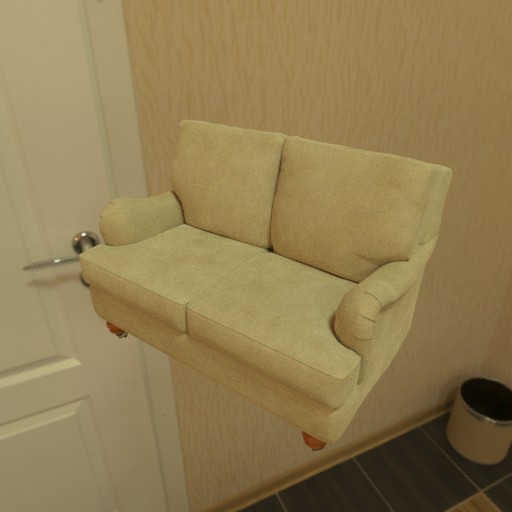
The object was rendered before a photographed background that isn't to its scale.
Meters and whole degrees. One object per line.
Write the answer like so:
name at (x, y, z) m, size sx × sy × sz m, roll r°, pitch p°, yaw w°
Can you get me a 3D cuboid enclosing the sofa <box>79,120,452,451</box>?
sofa at (0.000, 0.000, 2.205) m, size 1.498 × 1.087 × 1.086 m, roll 20°, pitch 35°, yaw 30°
